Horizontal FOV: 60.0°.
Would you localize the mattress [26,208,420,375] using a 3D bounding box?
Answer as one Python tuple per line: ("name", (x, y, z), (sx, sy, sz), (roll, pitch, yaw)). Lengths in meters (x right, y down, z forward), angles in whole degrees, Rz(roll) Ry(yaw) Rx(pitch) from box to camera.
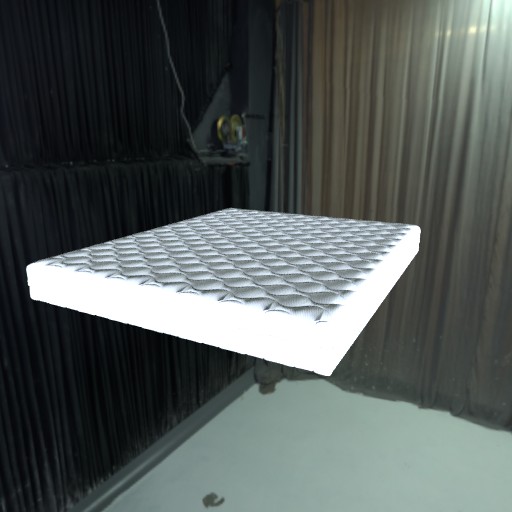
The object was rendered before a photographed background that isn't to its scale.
("mattress", (0.000, 0.000, 2.668), (1.600, 0.200, 1.900), (8, 18, 27))
